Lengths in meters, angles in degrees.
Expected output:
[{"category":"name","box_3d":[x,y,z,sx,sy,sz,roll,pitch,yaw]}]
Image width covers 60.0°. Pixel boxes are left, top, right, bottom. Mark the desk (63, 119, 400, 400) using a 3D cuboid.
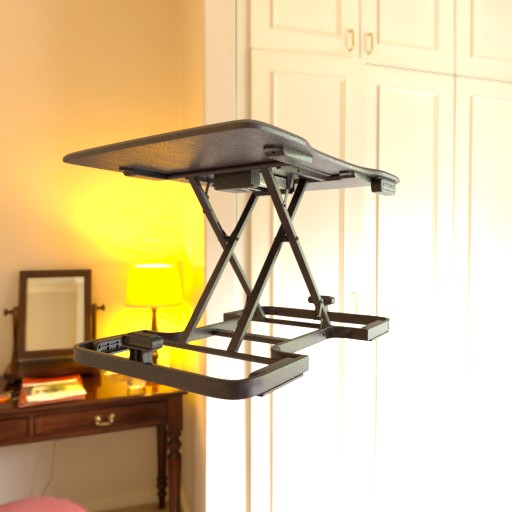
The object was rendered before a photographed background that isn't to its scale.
[{"category":"desk","box_3d":[0.000,0.000,1.189,0.546,0.470,0.820,1,2,35]}]
